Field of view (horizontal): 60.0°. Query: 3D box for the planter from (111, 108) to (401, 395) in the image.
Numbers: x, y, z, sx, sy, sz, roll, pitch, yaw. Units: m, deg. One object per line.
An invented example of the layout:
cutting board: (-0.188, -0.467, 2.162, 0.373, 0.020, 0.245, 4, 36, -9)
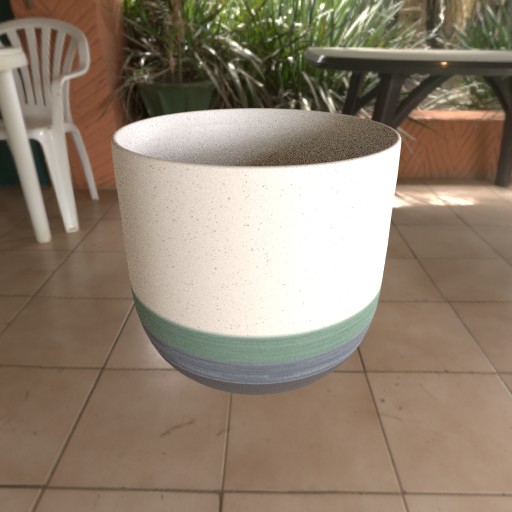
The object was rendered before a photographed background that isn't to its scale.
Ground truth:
planter: (0.000, 0.000, 0.482, 0.268, 0.270, 0.268, 0, 27, 0)
